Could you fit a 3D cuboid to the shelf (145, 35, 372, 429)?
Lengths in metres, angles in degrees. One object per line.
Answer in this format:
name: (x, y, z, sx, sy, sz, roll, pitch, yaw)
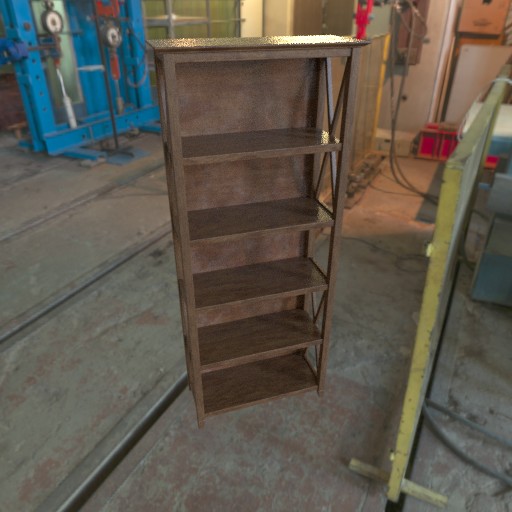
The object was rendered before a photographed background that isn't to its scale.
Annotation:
shelf: (0.000, 0.000, 2.173, 0.805, 1.905, 0.335, -9, 31, -15)
